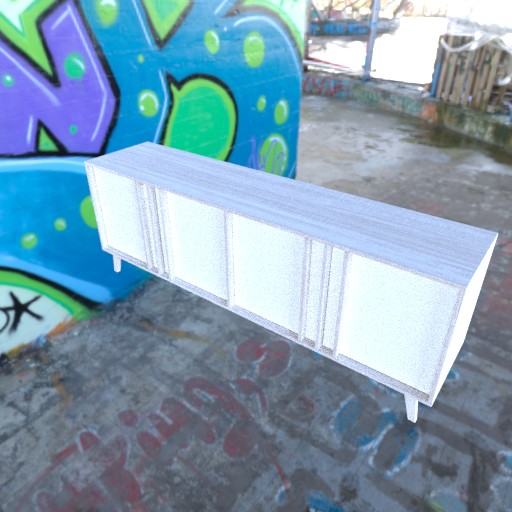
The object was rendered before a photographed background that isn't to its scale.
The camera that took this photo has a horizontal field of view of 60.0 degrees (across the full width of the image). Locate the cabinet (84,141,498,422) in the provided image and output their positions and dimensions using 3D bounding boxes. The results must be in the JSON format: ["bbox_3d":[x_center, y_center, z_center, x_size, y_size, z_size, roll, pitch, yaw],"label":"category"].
[{"bbox_3d":[0.000,0.000,2.478,2.200,0.780,0.500,21,37,31],"label":"cabinet"}]
